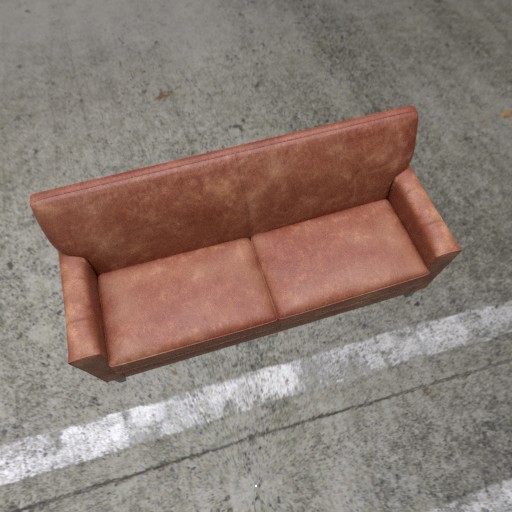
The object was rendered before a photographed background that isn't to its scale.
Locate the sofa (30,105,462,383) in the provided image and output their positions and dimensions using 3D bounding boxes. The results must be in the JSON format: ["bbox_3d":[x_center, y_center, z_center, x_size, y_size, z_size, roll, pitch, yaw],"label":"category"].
[{"bbox_3d":[0.000,0.000,2.489,2.053,0.947,0.805,-15,64,-8],"label":"sofa"}]
